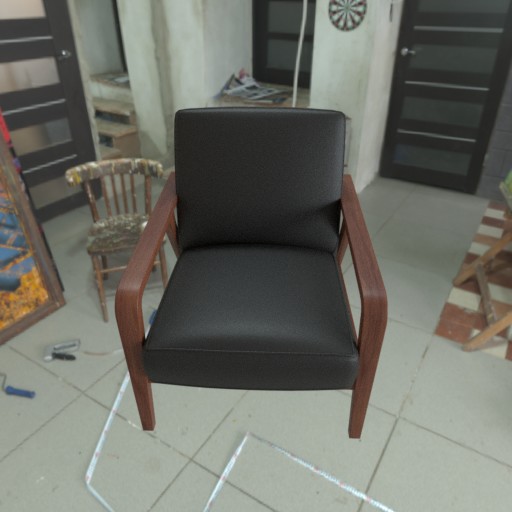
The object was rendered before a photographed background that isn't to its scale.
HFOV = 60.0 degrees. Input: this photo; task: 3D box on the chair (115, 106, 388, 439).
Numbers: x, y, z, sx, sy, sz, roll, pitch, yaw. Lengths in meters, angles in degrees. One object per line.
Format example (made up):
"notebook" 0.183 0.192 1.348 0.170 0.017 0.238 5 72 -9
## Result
"chair" 0.000 0.000 1.517 0.719 0.861 0.889 1 31 2
